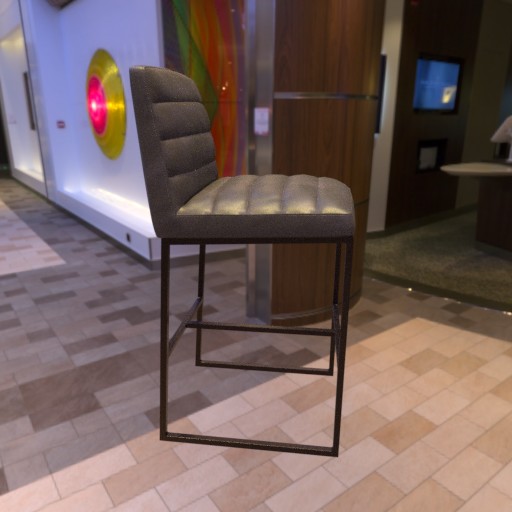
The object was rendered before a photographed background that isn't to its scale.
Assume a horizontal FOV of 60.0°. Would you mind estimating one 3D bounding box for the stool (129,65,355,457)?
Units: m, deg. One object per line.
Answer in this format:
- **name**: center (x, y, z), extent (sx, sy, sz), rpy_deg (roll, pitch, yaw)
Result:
- **stool**: center (0.000, 0.000, 1.360), extent (0.562, 1.065, 0.463), rpy_deg (2, 18, 7)
